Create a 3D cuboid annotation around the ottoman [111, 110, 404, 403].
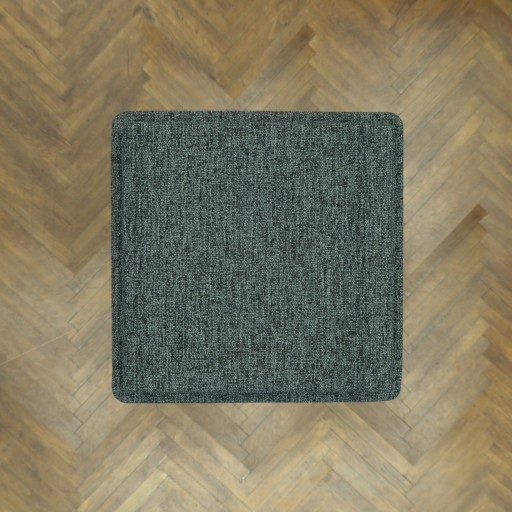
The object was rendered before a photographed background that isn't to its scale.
[{"bbox_3d":[0.000,0.000,0.843,0.450,0.463,0.450,0,91,-1],"label":"ottoman"}]
